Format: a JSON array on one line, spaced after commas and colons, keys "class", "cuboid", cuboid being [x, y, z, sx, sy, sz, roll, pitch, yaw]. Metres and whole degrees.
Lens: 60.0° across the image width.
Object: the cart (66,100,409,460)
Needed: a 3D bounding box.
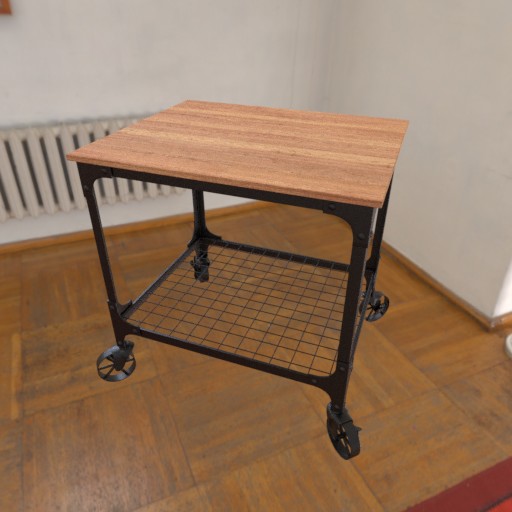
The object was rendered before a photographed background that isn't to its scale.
[{"class": "cart", "cuboid": [0.000, 0.000, 1.100, 0.666, 0.603, 0.558, 11, 34, 18]}]
